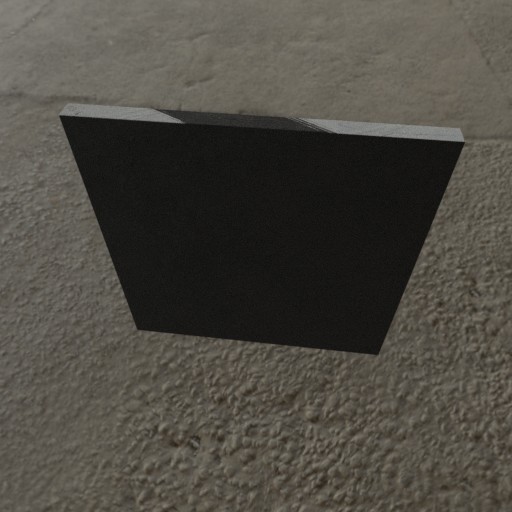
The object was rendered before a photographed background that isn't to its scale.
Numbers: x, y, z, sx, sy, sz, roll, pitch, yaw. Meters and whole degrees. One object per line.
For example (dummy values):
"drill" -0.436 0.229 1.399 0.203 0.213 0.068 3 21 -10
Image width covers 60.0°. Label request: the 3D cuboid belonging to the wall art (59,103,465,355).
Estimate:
"wall art" 0.000 0.000 1.127 0.765 0.765 0.046 5 48 5
